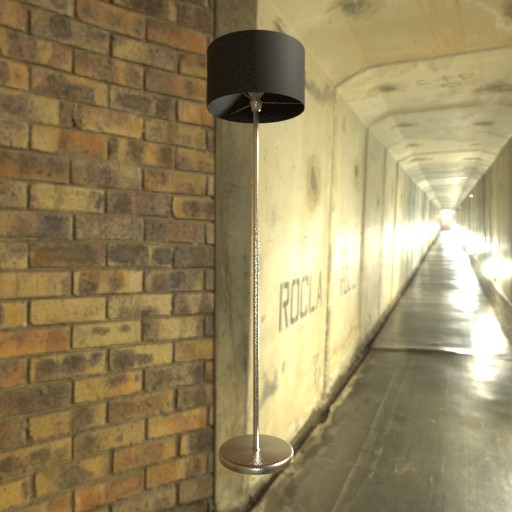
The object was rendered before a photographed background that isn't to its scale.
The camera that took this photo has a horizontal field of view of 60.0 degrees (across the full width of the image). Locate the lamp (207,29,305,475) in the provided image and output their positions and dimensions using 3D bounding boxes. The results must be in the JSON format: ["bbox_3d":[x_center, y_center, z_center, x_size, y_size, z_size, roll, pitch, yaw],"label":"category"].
[{"bbox_3d":[0.000,0.000,1.590,0.348,1.443,0.348,0,1,-35],"label":"lamp"}]
